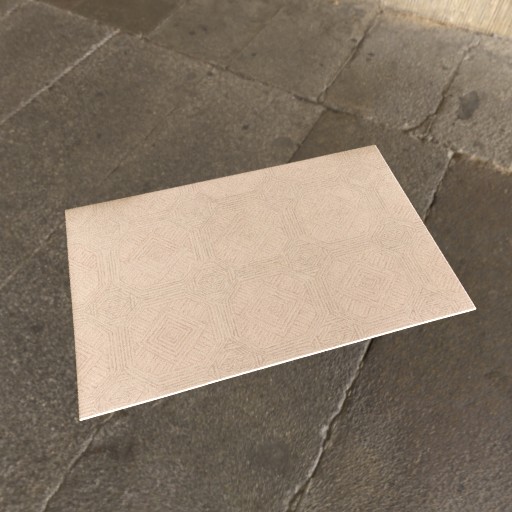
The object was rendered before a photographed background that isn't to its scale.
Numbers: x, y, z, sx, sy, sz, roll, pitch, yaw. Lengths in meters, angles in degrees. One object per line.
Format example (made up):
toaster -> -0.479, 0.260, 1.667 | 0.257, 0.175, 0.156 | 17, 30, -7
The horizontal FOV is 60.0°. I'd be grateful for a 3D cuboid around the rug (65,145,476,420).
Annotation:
rug -> 0.000, 0.000, 2.997 | 2.440, 0.008, 1.524 | -14, 58, -9
